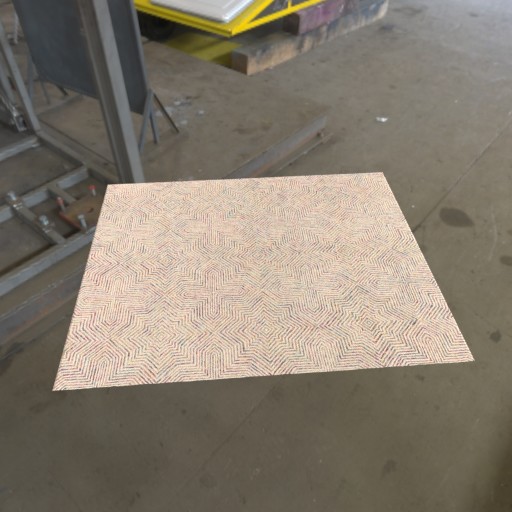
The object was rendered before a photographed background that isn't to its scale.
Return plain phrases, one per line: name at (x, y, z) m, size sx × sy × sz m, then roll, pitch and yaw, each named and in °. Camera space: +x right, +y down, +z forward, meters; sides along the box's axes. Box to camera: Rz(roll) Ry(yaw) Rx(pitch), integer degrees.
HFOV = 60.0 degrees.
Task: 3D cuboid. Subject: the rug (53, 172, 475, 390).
rug at (0.000, 0.000, 4.048) m, size 3.046 × 0.008 × 2.442 m, roll -3°, pitch 45°, yaw -3°
